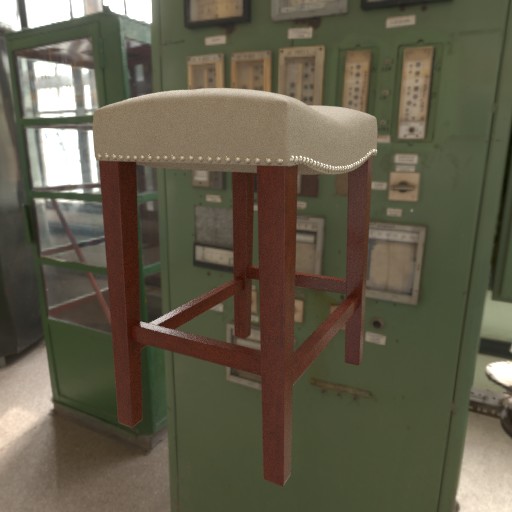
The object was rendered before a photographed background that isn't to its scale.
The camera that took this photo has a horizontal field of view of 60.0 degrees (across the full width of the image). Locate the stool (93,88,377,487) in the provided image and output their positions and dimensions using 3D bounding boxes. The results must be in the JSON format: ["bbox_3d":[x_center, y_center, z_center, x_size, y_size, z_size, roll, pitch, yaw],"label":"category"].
[{"bbox_3d":[0.000,0.000,0.947,0.375,0.632,0.509,8,17,27],"label":"stool"}]
